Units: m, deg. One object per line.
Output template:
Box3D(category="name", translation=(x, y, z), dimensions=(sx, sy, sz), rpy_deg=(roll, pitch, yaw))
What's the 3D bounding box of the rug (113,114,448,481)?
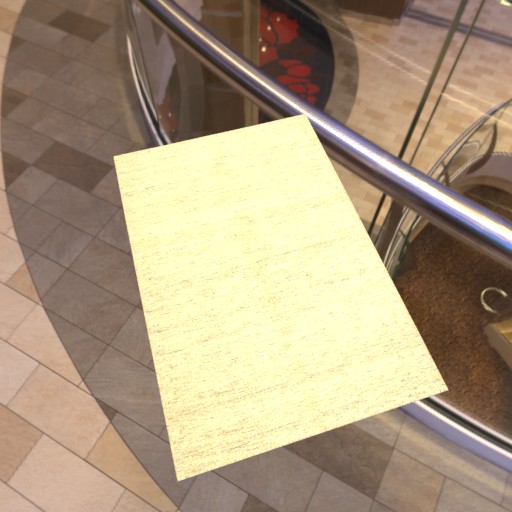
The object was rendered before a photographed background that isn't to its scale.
Box3D(category="rug", translation=(0.000, 0.000, 2.351), dimensions=(1.250, 0.015, 1.850), rpy_deg=(-15, 61, -9))
